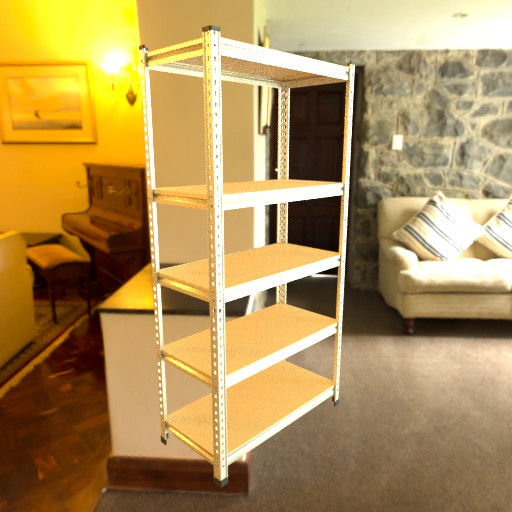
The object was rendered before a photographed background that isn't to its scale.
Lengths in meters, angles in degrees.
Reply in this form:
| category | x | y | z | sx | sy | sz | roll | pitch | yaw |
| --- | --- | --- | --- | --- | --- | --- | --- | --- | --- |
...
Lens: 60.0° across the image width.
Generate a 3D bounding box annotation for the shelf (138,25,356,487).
| category | x | y | z | sx | sy | sz | roll | pitch | yaw |
| --- | --- | --- | --- | --- | --- | --- | --- | --- | --- |
| shelf | 0.000 | 0.000 | 2.174 | 0.457 | 1.829 | 0.914 | 13 | 19 | 43 |
